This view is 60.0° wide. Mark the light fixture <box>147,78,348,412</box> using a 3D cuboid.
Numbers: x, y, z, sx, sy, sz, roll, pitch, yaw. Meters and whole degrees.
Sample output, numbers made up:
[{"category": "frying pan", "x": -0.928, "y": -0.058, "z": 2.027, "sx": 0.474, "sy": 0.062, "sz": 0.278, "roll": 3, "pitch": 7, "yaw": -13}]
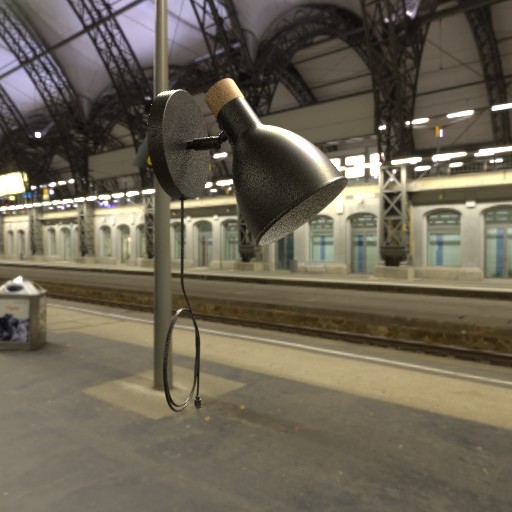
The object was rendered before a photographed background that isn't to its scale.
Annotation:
[{"category": "light fixture", "x": 0.000, "y": 0.000, "z": 0.502, "sx": 0.203, "sy": 0.401, "sz": 0.127, "roll": 0, "pitch": 1, "yaw": 17}]
